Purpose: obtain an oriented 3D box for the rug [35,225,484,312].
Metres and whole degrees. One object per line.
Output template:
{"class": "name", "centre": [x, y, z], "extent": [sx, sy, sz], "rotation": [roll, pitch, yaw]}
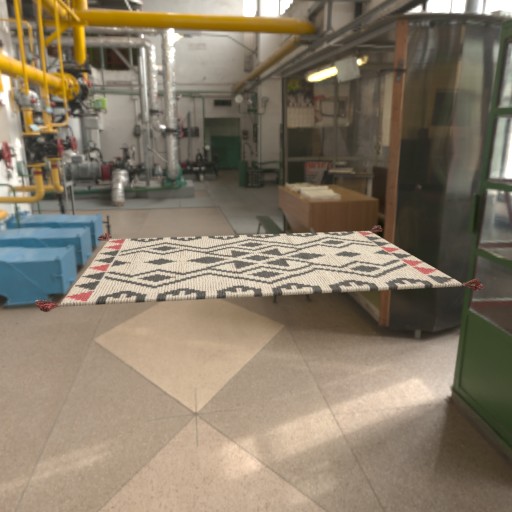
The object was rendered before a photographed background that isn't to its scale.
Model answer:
{"class": "rug", "centre": [0.000, 0.000, 3.366], "extent": [2.672, 0.066, 1.741], "rotation": [-2, 16, -8]}
